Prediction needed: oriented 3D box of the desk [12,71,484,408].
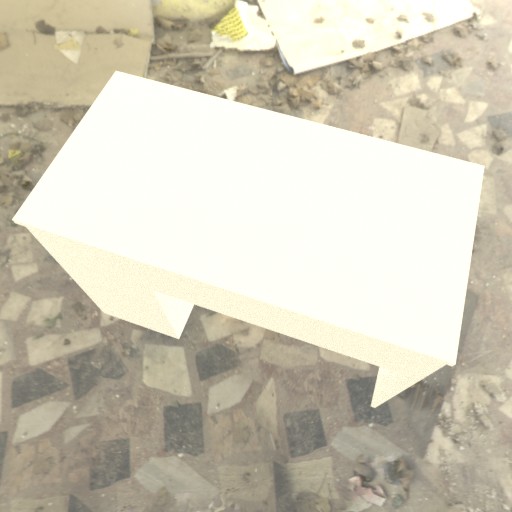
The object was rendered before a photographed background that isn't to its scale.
[{"bbox_3d":[0.000,0.000,1.473,1.097,0.735,0.560,17,64,9],"label":"desk"}]
